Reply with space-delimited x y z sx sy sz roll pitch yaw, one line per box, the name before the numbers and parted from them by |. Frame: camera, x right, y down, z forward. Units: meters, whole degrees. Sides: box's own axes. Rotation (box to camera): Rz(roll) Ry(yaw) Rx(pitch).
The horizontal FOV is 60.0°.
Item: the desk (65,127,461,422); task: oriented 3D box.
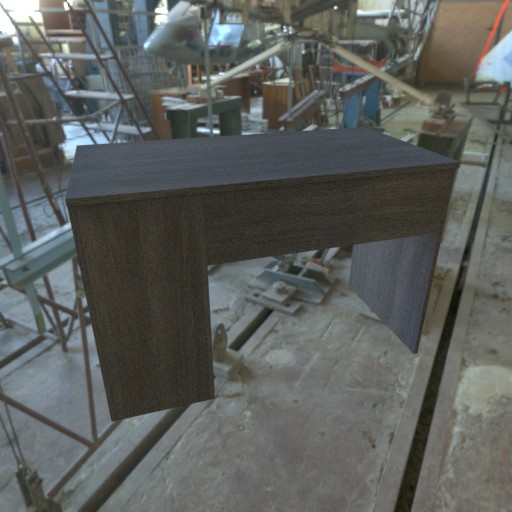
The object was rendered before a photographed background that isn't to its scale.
desk | 0.000 0.000 1.568 1.096 0.730 0.560 -8 28 -15
